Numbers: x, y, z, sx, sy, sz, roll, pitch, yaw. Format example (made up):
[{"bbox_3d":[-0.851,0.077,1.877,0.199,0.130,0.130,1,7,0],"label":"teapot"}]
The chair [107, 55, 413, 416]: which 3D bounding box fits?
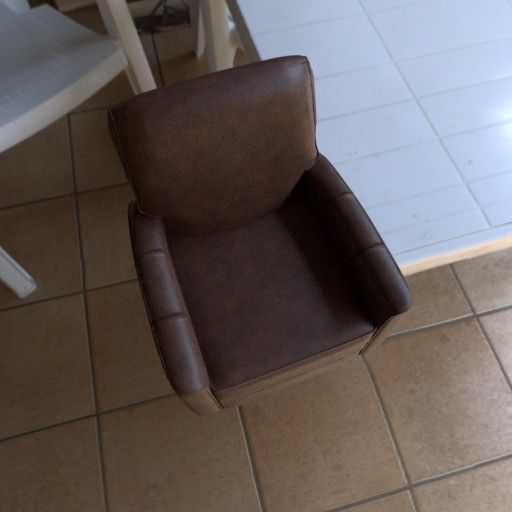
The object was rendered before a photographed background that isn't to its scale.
[{"bbox_3d":[0.000,0.000,1.617,0.839,1.010,0.850,-19,65,-9],"label":"chair"}]
